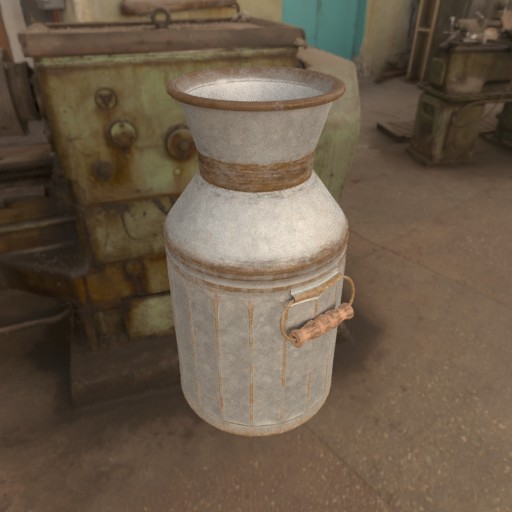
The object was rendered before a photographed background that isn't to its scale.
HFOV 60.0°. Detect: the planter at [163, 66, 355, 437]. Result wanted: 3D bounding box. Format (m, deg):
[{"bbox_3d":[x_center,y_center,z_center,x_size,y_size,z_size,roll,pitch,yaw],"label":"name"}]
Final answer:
[{"bbox_3d":[0.000,0.000,0.530,0.214,0.396,0.245,-22,39,-31],"label":"planter"}]
